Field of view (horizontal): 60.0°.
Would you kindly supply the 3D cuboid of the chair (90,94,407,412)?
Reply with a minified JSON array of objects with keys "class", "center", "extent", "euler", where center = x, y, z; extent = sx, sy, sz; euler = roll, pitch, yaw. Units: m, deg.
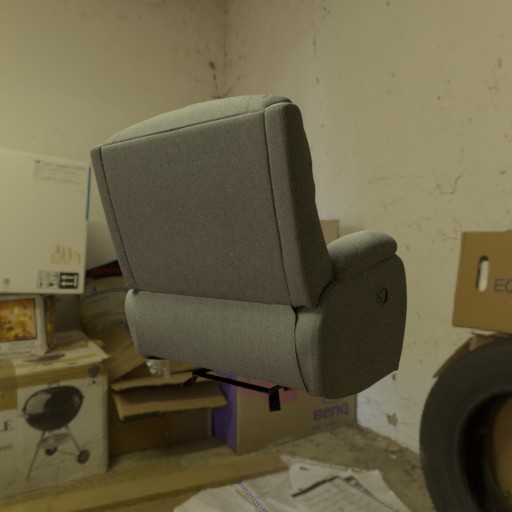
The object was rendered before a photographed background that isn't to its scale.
[{"class":"chair","center":[0.000,0.000,1.730],"extent":[0.930,1.011,0.899],"euler":[1,2,37]}]
